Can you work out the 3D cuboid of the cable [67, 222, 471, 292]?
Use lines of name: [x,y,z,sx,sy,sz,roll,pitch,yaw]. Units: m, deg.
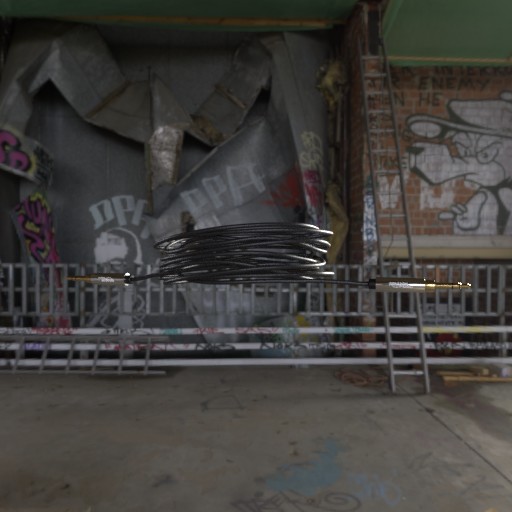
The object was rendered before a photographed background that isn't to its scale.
cable: [0.000,0.000,0.502,0.432,0.069,0.198,0,1,18]
